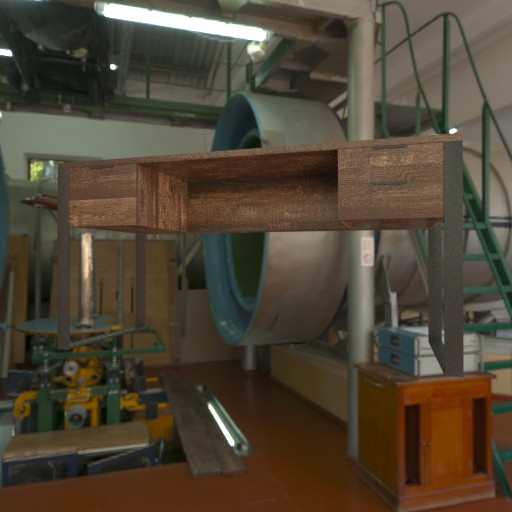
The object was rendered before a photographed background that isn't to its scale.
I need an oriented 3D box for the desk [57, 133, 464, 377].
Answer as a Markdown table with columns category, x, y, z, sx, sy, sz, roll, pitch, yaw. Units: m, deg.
| category | x | y | z | sx | sy | sz | roll | pitch | yaw |
| --- | --- | --- | --- | --- | --- | --- | --- | --- | --- |
| desk | 0.000 | 0.000 | 1.882 | 1.524 | 0.762 | 0.599 | 0 | 0 | 17 |
